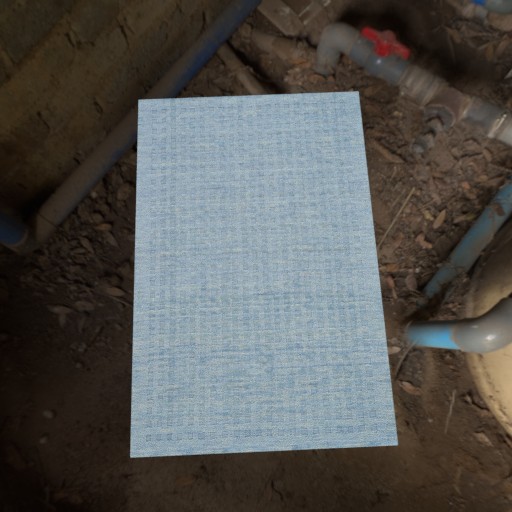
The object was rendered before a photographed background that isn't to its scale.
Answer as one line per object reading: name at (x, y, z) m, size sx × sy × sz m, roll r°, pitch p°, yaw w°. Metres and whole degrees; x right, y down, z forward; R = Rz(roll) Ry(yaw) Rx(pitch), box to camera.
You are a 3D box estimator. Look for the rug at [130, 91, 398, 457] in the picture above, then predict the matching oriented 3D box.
rug at (0.000, 0.000, 2.791) m, size 1.522 × 0.006 × 2.286 m, roll -2°, pitch 76°, yaw -1°
